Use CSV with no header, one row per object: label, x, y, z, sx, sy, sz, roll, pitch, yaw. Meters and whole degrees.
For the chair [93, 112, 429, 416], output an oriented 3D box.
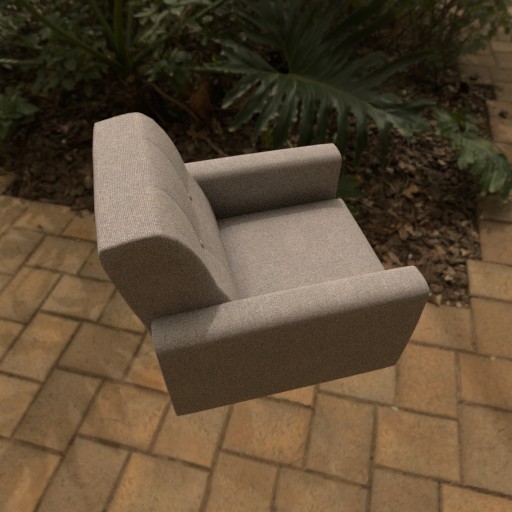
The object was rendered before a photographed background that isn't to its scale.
chair,0.000,0.000,1.651,0.942,0.968,0.845,-11,49,-10
